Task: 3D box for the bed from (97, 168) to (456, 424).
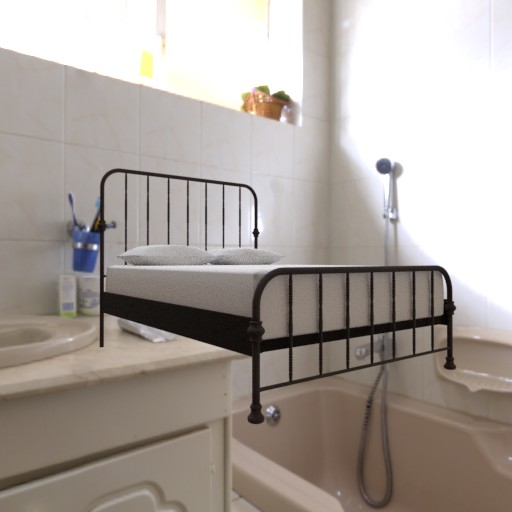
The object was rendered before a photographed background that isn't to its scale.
[{"bbox_3d":[0.000,0.000,3.185,1.616,1.446,2.134,0,-1,-37],"label":"bed"}]
